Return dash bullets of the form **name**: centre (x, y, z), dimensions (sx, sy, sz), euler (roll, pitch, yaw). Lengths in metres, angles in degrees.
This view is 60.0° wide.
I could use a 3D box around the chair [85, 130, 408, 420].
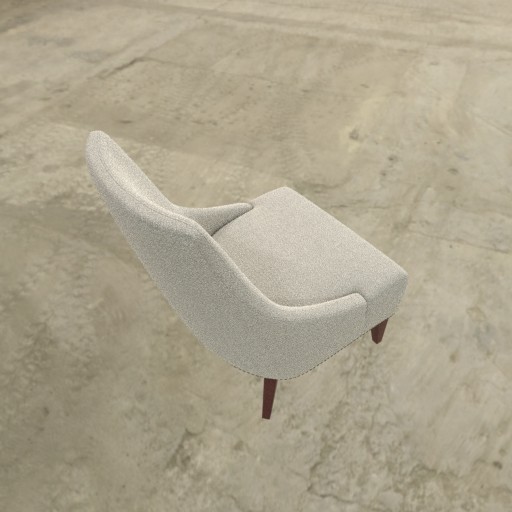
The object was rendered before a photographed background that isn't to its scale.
- **chair**: centre (0.000, 0.000, 1.492), dimensions (0.861, 0.909, 0.701), euler (-27, 49, -26)
